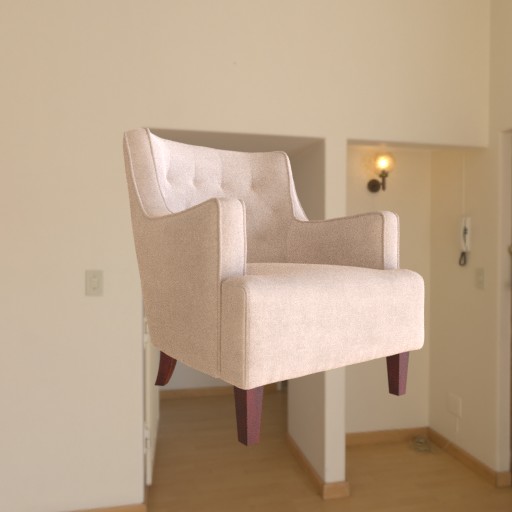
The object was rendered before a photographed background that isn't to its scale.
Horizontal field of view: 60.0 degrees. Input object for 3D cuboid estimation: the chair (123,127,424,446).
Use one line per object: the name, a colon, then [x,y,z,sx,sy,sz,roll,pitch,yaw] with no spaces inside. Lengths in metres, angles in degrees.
chair: [0.000,0.000,1.590,0.781,0.920,0.910,-1,1,-37]
